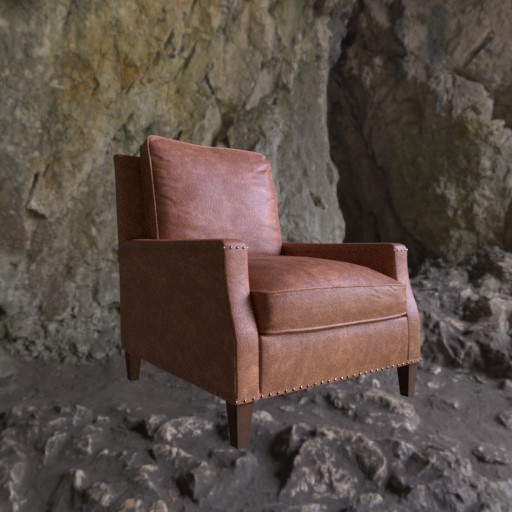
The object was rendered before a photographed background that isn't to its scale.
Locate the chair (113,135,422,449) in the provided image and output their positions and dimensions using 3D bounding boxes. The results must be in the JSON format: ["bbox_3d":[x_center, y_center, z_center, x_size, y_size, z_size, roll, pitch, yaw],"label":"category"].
[{"bbox_3d":[0.000,0.000,1.818,0.854,1.054,1.035,0,0,-36],"label":"chair"}]
